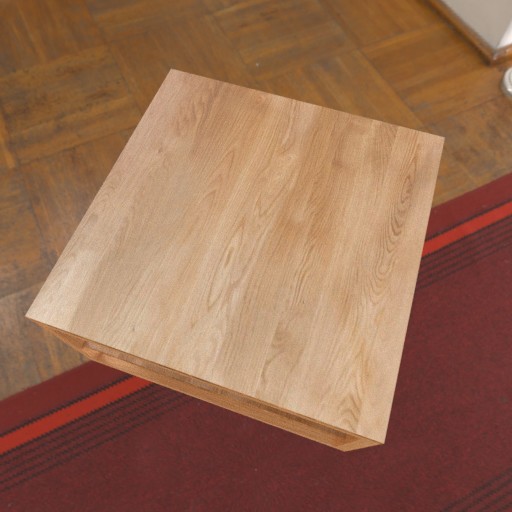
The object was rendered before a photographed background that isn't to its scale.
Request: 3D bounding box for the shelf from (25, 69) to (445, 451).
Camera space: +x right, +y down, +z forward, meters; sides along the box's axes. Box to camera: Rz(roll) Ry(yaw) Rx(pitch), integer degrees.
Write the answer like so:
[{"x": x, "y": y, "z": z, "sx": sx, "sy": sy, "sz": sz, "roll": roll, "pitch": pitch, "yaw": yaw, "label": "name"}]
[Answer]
[{"x": 0.000, "y": 0.000, "z": 1.430, "sx": 0.899, "sy": 0.480, "sz": 0.899, "roll": 17, "pitch": 65, "yaw": 8, "label": "shelf"}]
